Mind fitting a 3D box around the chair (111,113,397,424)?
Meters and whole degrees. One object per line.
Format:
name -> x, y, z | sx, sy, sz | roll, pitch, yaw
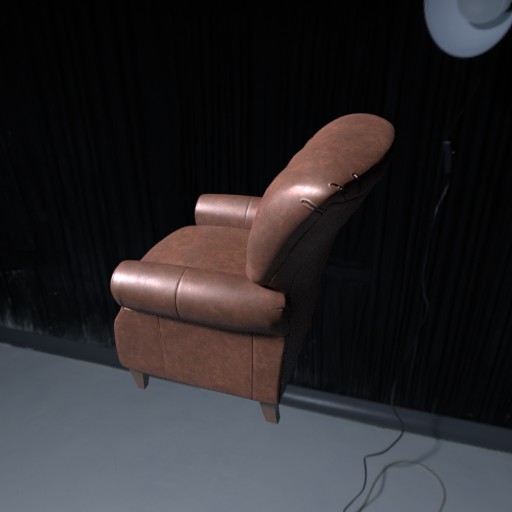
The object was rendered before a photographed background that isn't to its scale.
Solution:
chair -> 0.000, 0.000, 1.943 | 1.031, 1.162, 0.979 | 9, 30, 16
